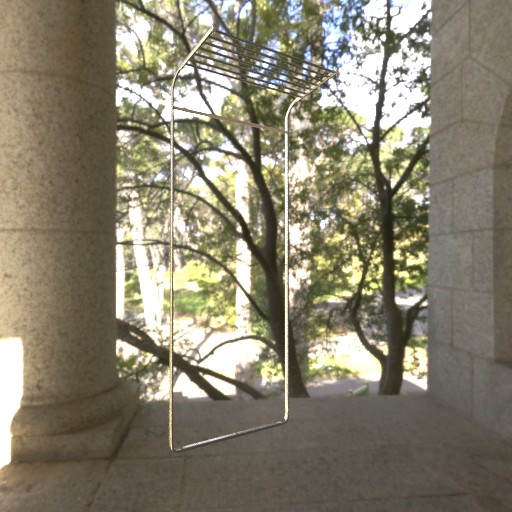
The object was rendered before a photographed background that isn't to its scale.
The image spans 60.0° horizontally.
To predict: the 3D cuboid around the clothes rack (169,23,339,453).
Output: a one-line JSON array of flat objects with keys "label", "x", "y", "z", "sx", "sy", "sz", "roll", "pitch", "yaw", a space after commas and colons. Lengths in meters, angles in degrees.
[{"label": "clothes rack", "x": 0.000, "y": 0.000, "z": 1.812, "sx": 0.609, "sy": 1.574, "sz": 0.349, "roll": 1, "pitch": -1, "yaw": -35}]
